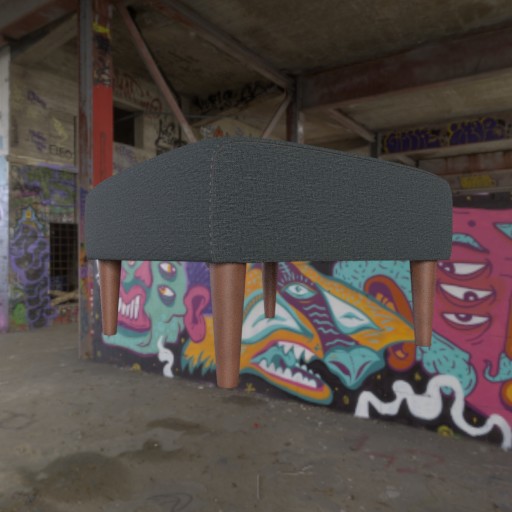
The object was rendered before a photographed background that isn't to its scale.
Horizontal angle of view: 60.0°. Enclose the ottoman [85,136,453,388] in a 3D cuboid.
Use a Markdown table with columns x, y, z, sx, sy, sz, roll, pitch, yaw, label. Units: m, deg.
| x | y | z | sx | sy | sz | roll | pitch | yaw | label |
| --- | --- | --- | --- | --- | --- | --- | --- | --- | --- |
| 0.000 | 0.000 | 1.056 | 0.649 | 0.398 | 0.650 | 0 | 0 | -36 | ottoman |
